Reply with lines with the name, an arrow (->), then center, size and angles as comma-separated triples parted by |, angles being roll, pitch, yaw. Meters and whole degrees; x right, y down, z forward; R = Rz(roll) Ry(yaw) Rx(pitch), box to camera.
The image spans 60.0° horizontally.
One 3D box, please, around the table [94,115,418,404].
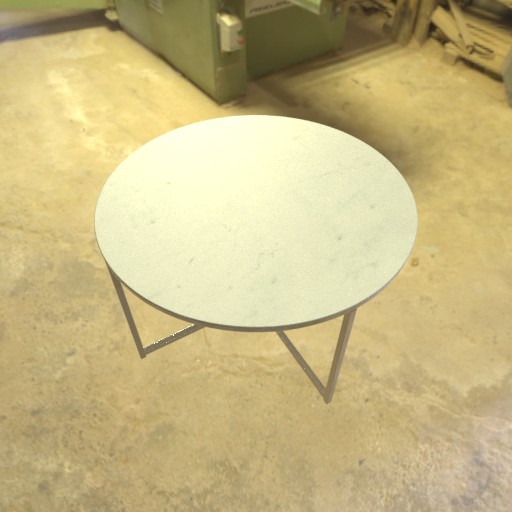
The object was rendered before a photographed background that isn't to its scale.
table -> 0.000, 0.000, 1.291 | 0.800, 0.450, 0.800 | 0, 47, 0
